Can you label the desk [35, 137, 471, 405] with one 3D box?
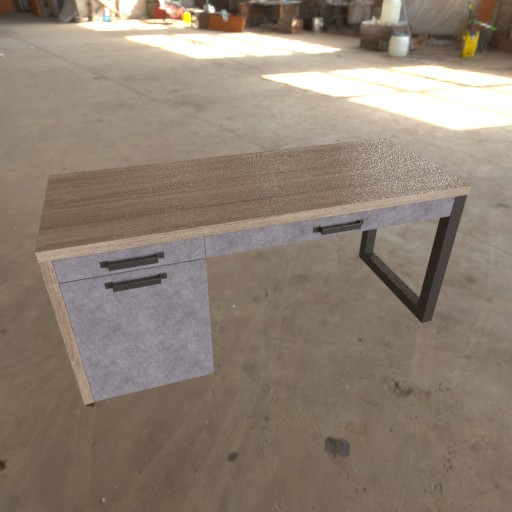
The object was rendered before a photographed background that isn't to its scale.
[{"bbox_3d":[0.000,0.000,2.107,1.700,0.760,0.690,-10,34,-15],"label":"desk"}]
